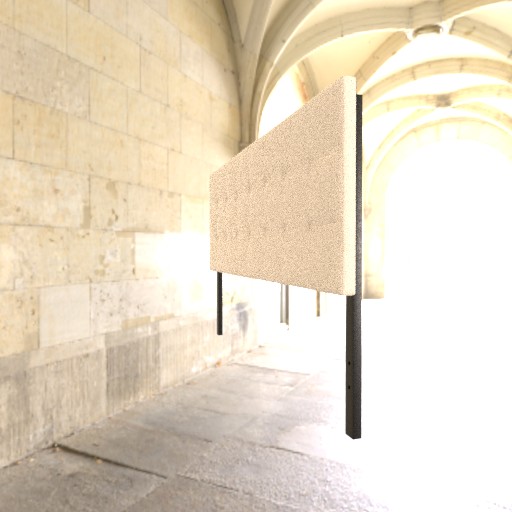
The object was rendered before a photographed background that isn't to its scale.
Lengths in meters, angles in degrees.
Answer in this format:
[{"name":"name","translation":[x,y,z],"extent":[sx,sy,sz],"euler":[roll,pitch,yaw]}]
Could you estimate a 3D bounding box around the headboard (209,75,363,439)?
[{"name":"headboard","translation":[0.000,0.000,2.812],"extent":[0.120,1.410,2.362],"euler":[0,1,-18]}]
